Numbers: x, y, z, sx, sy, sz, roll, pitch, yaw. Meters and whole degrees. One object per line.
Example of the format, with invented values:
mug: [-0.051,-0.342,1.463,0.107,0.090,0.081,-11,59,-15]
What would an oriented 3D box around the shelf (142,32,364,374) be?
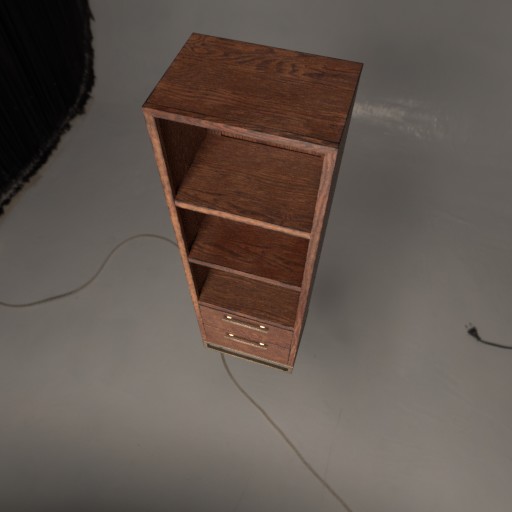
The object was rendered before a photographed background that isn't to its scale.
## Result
shelf: [0.000,0.000,1.959,0.539,1.732,0.395,15,58,9]
